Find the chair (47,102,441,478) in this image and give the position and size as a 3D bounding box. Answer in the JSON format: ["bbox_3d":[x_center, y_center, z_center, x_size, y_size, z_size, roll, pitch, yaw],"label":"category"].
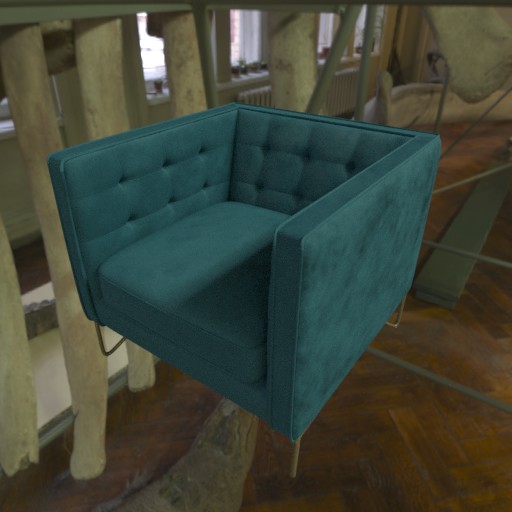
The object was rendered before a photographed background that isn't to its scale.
[{"bbox_3d":[0.000,0.000,1.525,0.880,0.790,0.894,20,36,31],"label":"chair"}]
